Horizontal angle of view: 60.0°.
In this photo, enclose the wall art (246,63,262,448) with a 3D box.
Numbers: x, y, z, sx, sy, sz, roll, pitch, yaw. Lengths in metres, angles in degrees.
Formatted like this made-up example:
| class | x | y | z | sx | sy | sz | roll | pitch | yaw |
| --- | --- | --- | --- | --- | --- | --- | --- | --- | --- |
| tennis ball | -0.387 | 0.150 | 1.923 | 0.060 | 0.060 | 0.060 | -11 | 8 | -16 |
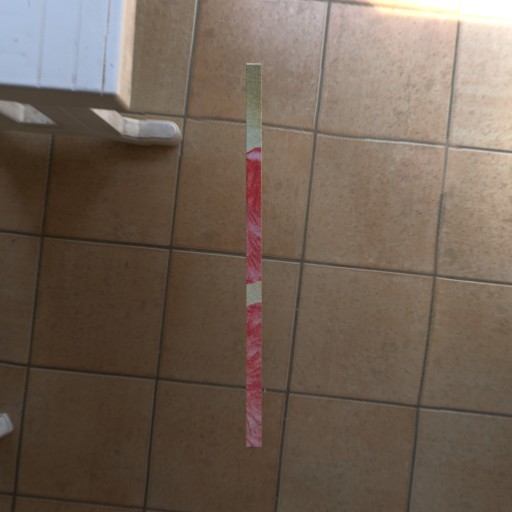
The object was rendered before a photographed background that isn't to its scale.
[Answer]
| class | x | y | z | sx | sy | sz | roll | pitch | yaw |
| --- | --- | --- | --- | --- | --- | --- | --- | --- | --- |
| wall art | 0.000 | 0.000 | 1.383 | 0.031 | 1.015 | 0.762 | 0 | 90 | 0 |
